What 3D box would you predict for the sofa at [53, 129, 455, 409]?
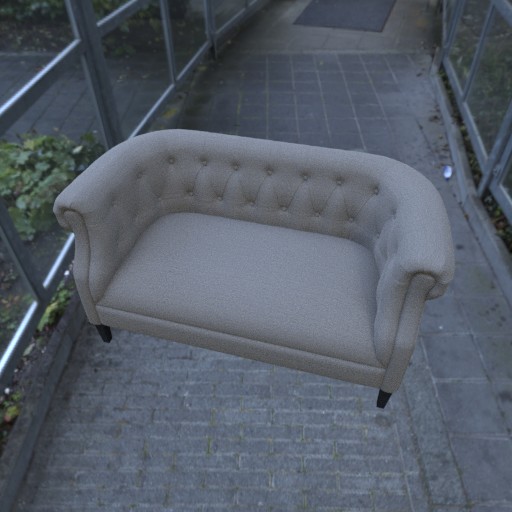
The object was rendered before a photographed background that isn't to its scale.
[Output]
[{"bbox_3d":[0.000,0.000,2.073,1.558,0.827,0.835,10,44,11],"label":"sofa"}]
